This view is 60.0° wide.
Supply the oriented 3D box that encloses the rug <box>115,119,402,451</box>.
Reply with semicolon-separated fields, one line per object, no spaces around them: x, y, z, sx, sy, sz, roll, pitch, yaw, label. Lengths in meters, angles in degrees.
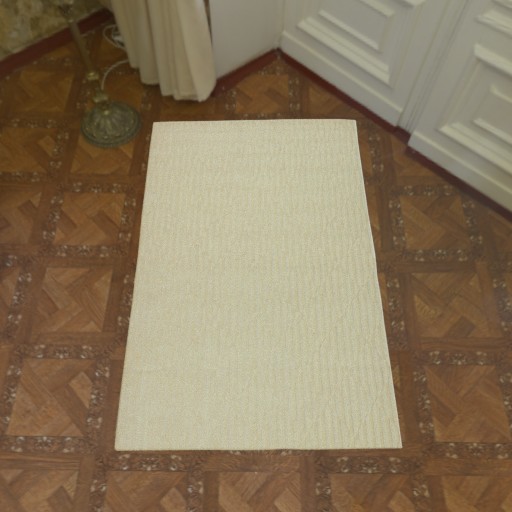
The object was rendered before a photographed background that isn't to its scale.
0.000;0.000;2.300;1.238;0.014;1.848;-1;64;0;rug
